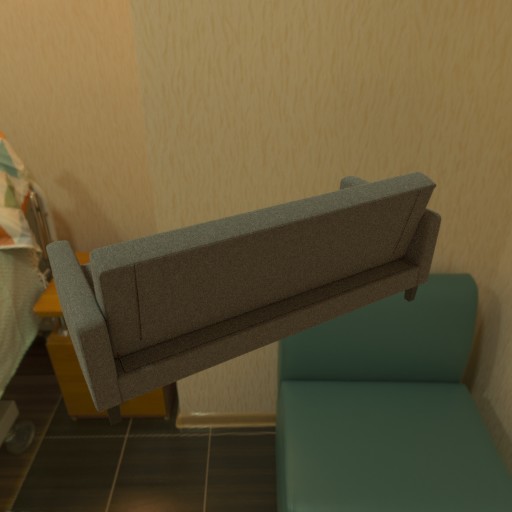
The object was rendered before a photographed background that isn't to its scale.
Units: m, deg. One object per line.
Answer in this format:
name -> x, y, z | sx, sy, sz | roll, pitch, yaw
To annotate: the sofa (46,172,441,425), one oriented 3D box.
sofa -> 0.000, 0.000, 2.477 | 2.040, 0.850, 0.810 | -16, 34, -26
